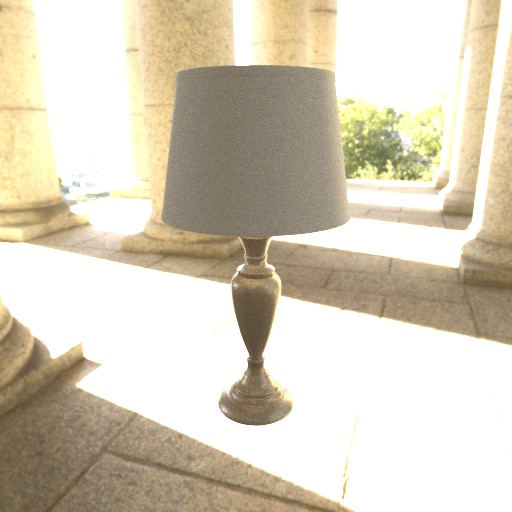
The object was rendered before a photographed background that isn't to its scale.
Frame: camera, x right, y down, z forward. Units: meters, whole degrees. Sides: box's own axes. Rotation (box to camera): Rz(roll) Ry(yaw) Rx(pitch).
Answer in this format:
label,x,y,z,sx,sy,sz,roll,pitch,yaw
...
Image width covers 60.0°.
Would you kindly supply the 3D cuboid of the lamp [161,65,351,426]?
label,x,y,z,sx,sy,sz,roll,pitch,yaw
lamp,0.000,0.000,0.806,0.328,0.612,0.328,0,16,0
